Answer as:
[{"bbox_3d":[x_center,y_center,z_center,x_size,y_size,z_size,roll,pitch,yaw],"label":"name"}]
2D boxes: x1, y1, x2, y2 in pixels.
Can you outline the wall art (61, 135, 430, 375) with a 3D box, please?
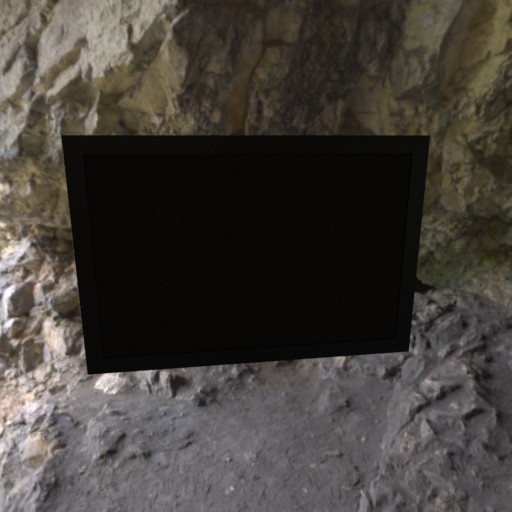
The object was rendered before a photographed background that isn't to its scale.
[{"bbox_3d":[0.000,0.000,0.850,0.660,0.447,0.013,-2,15,-8],"label":"wall art"}]
